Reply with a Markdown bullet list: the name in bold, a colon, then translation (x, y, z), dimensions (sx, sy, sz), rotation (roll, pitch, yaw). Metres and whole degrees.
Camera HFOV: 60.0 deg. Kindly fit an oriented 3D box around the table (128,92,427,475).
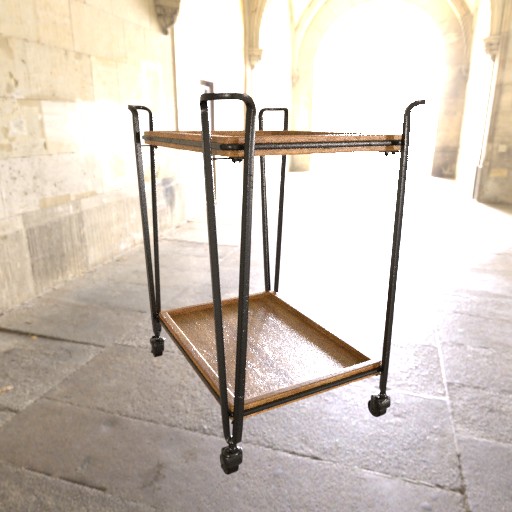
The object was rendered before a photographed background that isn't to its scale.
- **table**: translation (0.000, 0.000, 1.200), dimensions (0.505, 0.785, 0.672), rotation (-9, 19, -26)
